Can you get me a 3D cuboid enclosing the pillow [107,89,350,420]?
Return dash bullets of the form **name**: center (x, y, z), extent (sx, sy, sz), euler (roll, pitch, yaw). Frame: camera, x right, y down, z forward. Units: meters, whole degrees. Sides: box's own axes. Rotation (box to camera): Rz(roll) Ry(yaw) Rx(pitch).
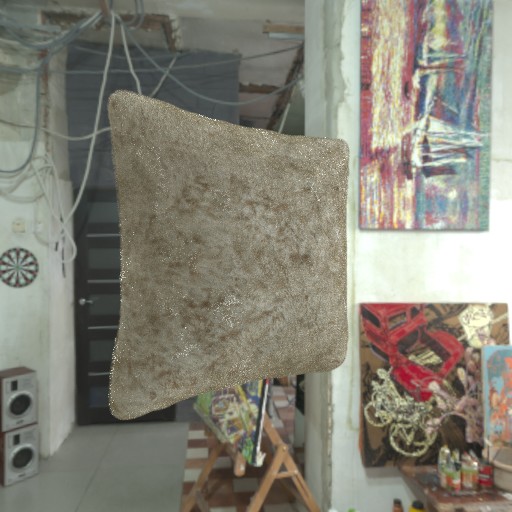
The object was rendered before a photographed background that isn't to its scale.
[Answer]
- **pillow**: center (0.000, 0.000, 0.826), extent (0.538, 0.525, 0.216), euler (-1, 1, -36)
